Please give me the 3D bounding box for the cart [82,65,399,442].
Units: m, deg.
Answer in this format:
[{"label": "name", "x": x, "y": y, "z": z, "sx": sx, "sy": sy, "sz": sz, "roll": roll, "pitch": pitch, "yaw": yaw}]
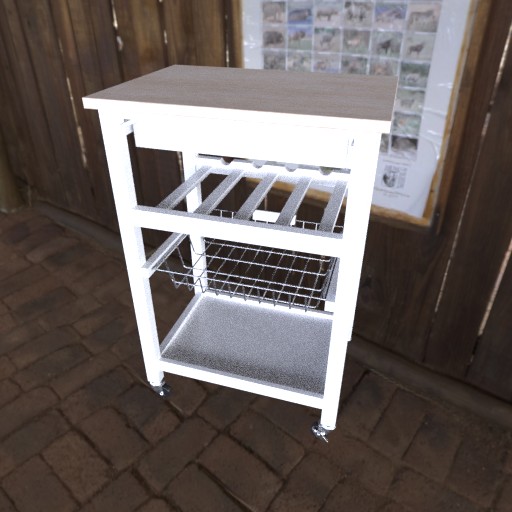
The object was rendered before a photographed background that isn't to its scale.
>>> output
[{"label": "cart", "x": 0.000, "y": 0.000, "z": 1.174, "sx": 0.578, "sy": 0.857, "sz": 0.406, "roll": 9, "pitch": 33, "yaw": 14}]
